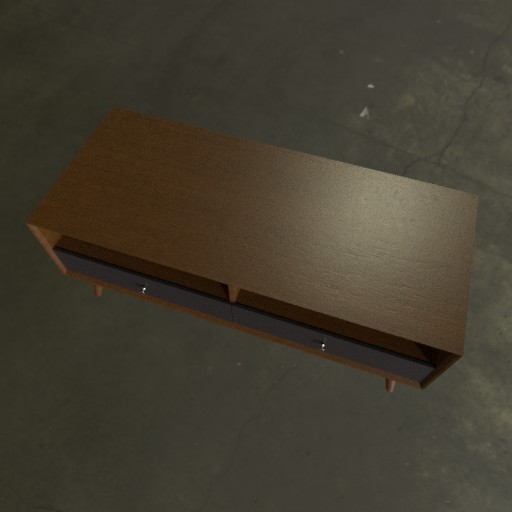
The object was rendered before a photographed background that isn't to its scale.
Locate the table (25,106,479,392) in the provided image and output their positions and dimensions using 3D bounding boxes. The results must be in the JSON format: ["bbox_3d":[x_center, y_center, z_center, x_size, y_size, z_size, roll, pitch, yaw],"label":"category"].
[{"bbox_3d":[0.000,0.000,1.381,1.119,0.464,0.490,16,59,10],"label":"table"}]
